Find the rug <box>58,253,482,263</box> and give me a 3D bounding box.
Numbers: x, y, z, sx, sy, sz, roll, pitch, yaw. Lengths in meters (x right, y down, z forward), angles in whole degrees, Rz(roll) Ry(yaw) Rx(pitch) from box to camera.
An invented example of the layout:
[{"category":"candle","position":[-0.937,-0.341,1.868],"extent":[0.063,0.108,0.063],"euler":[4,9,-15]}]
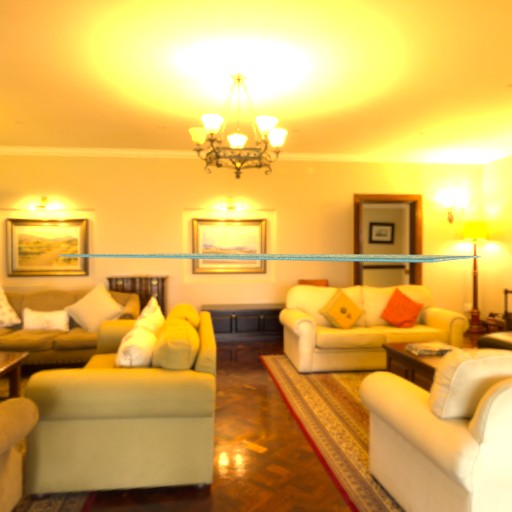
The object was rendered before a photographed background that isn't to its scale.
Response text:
[{"category":"rug","position":[0.000,0.000,1.417],"extent":[1.219,0.007,0.604],"euler":[1,1,34]}]
